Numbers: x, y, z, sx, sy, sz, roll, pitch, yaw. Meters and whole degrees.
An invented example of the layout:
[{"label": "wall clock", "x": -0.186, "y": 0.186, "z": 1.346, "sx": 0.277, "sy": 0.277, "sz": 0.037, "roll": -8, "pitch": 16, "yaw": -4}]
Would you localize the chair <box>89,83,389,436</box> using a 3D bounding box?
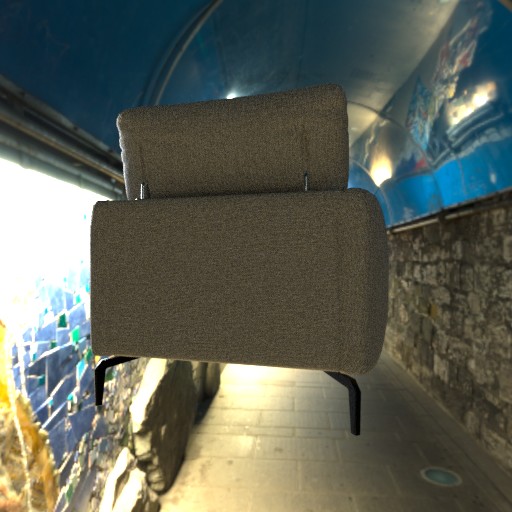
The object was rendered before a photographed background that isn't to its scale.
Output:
[{"label": "chair", "x": 0.000, "y": 0.000, "z": 1.695, "sx": 0.972, "sy": 0.967, "sz": 0.835, "roll": 0, "pitch": -1, "yaw": 17}]
